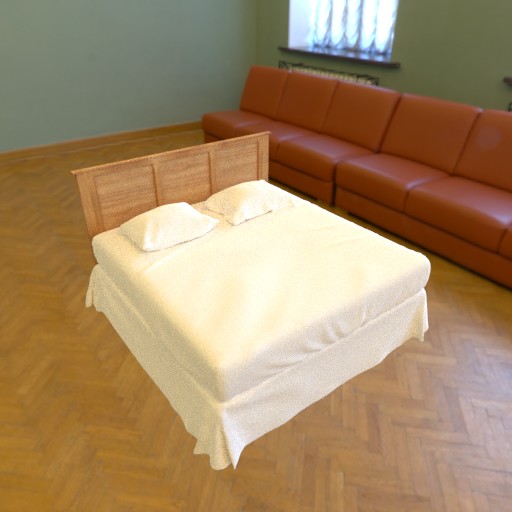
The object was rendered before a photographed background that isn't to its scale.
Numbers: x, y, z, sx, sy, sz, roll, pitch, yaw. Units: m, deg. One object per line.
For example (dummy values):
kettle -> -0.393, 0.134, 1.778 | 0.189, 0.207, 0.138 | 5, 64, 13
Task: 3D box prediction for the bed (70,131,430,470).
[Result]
bed -> 0.000, 0.000, 3.617 | 2.317, 1.270, 2.215 | -21, 36, -31
